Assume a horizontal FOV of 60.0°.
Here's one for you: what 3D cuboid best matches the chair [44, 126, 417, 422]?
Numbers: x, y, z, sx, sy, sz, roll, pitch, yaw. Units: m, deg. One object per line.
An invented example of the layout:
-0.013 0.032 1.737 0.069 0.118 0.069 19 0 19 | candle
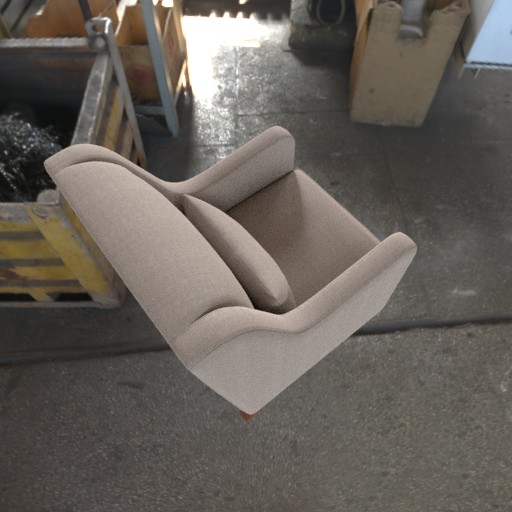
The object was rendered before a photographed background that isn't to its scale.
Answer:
0.000 0.000 1.561 0.890 1.017 0.715 -34 65 -18 | chair
